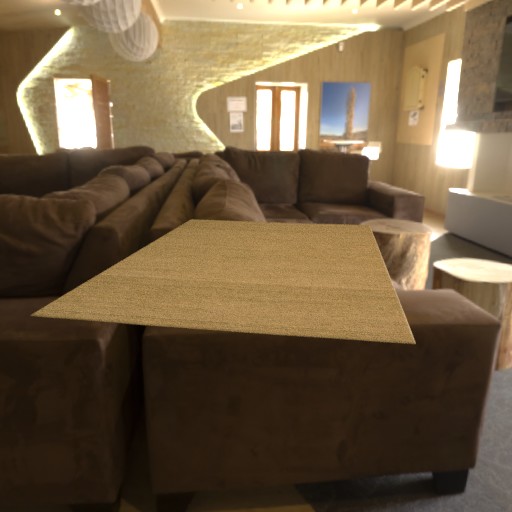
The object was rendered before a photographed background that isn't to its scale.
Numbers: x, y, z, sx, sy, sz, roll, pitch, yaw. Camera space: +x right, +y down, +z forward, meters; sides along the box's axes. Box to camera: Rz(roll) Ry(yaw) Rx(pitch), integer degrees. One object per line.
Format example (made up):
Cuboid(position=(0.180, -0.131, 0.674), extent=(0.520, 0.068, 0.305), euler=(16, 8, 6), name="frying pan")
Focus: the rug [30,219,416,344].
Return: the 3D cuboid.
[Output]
Cuboid(position=(0.000, 0.000, 4.975), extent=(2.782, 0.025, 3.935), euler=(3, 16, 9), name="rug")
